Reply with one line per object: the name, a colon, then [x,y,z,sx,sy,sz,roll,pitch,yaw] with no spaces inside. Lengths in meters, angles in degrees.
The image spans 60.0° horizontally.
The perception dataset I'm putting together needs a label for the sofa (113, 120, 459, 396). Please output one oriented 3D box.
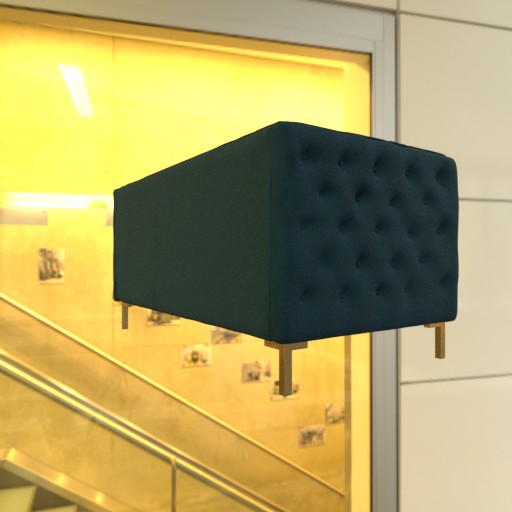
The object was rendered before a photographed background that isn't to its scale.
sofa: [0.000,0.000,2.113,0.909,0.810,1.583,0,0,-35]
